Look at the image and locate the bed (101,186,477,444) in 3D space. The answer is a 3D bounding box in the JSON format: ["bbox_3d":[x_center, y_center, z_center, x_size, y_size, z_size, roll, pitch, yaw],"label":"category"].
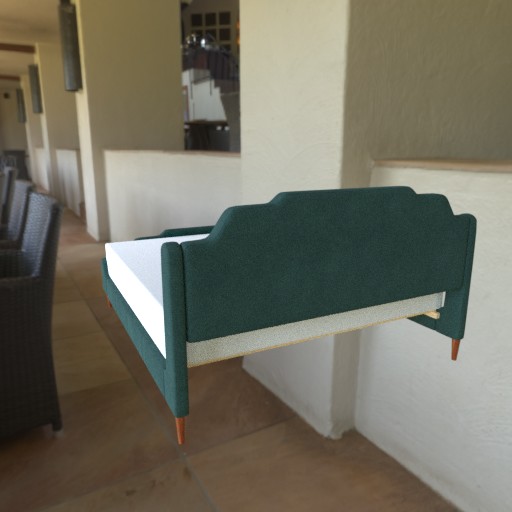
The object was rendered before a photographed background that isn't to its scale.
[{"bbox_3d":[0.000,0.000,3.534,2.074,1.245,2.340,-7,15,-26],"label":"bed"}]
